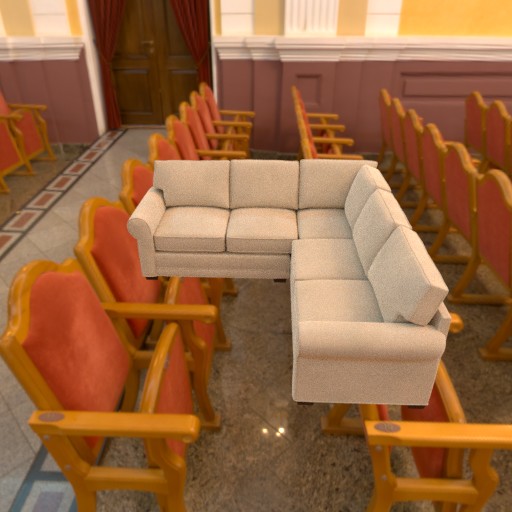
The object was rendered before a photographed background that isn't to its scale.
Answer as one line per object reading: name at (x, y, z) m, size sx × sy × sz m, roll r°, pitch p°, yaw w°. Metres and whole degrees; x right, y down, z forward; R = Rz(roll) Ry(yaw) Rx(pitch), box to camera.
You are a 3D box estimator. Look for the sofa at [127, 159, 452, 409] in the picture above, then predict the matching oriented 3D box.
sofa at (0.000, 0.000, 3.885) m, size 2.487 × 1.054 × 2.569 m, roll 1°, pitch 30°, yaw 2°
